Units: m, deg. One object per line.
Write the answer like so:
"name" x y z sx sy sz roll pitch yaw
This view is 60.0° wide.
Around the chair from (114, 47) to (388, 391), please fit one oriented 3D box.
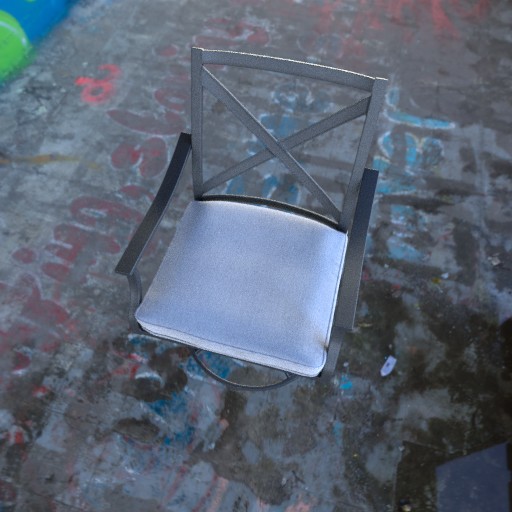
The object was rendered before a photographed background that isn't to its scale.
"chair" 0.000 0.000 1.305 0.575 0.889 0.620 13 59 8
